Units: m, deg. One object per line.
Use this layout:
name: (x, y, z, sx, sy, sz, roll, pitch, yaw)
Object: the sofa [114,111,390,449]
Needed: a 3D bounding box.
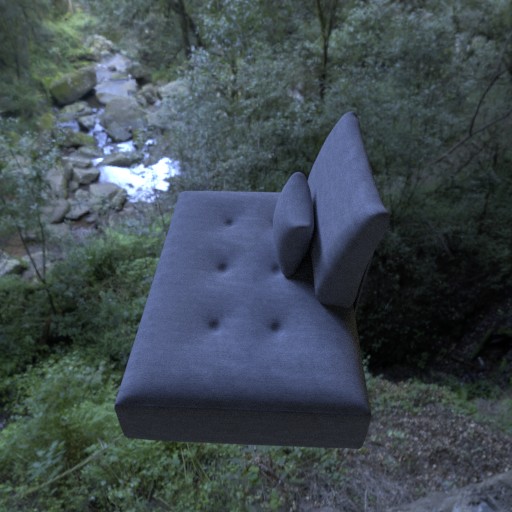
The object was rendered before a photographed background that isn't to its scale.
sofa: (0.000, 0.000, 2.037, 1.002, 0.820, 1.450, 2, 41, 2)
